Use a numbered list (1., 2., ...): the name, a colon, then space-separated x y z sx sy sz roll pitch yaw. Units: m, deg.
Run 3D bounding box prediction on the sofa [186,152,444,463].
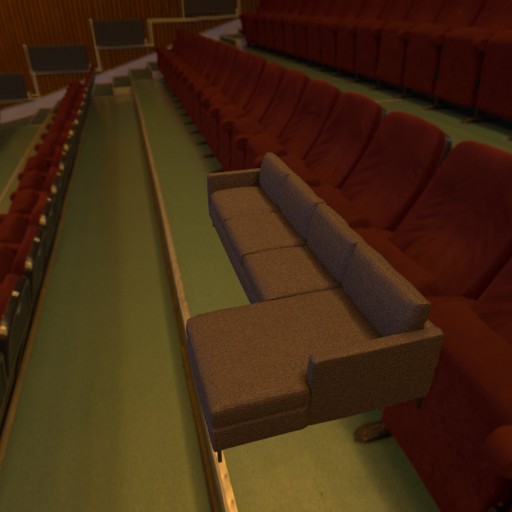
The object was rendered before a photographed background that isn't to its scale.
1. sofa: 0.000 0.000 3.912 1.483 0.892 3.221 -8 32 -14
